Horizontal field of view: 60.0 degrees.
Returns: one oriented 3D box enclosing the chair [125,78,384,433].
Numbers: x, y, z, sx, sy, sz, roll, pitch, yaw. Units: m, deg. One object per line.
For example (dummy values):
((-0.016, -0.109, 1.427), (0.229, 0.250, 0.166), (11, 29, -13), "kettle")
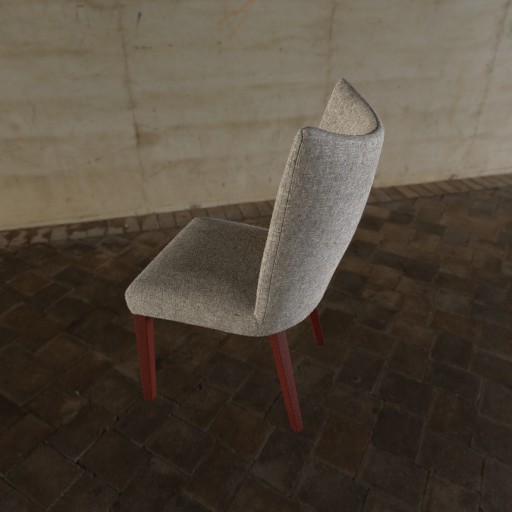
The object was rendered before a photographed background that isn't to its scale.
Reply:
((0.000, 0.000, 1.309), (0.623, 0.924, 0.535), (9, 33, 15), "chair")
